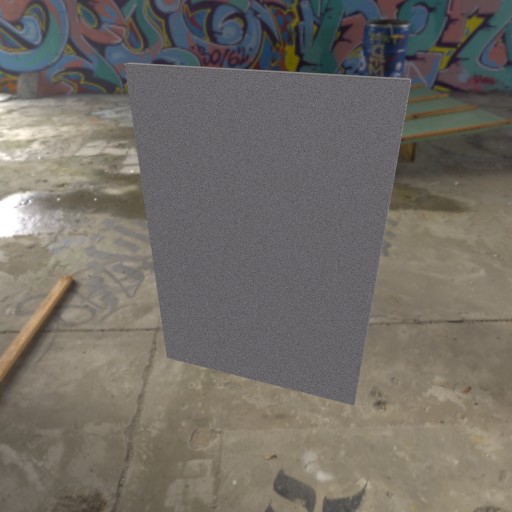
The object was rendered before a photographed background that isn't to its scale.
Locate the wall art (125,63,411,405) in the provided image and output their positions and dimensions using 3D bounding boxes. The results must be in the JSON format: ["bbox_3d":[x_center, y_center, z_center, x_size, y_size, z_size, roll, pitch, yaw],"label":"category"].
[{"bbox_3d":[0.000,0.000,0.617,0.329,0.482,0.011,10,33,16],"label":"wall art"}]
